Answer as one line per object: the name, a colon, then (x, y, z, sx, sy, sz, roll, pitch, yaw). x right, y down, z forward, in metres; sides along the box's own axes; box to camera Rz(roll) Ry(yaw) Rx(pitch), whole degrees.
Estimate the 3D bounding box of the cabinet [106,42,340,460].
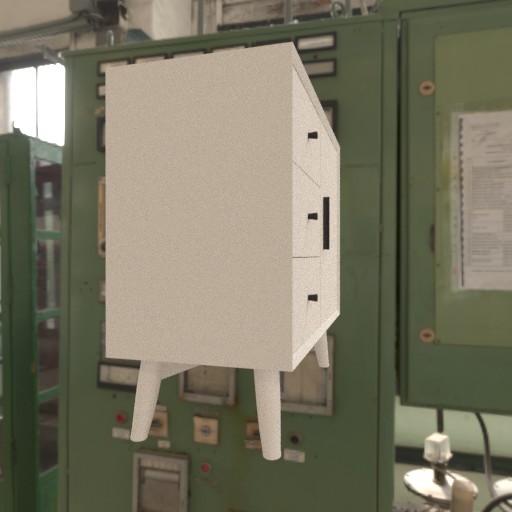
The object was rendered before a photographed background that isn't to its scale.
cabinet: (0.000, 0.000, 1.222, 0.398, 0.761, 0.800, 0, 0, 17)
